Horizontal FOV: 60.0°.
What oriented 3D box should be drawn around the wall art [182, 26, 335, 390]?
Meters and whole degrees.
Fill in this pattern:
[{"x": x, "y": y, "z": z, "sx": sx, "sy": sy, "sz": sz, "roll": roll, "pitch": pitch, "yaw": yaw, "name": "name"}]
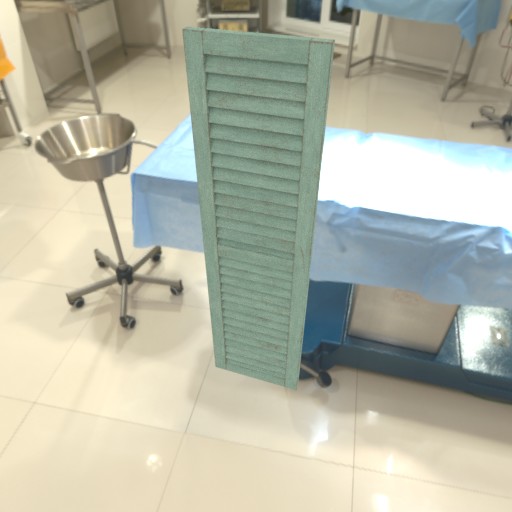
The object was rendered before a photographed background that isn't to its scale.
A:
[{"x": 0.000, "y": 0.000, "z": 1.323, "sx": 0.329, "sy": 1.219, "sz": 0.025, "roll": 12, "pitch": 42, "yaw": 14, "name": "wall art"}]
